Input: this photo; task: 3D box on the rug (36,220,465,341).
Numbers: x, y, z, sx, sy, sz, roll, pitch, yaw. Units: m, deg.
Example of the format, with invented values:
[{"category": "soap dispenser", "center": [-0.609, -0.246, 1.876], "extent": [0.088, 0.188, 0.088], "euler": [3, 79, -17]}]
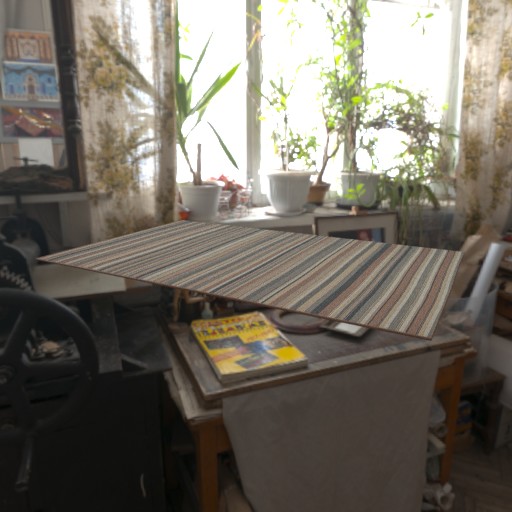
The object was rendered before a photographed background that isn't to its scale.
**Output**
[{"category": "rug", "center": [0.000, 0.000, 2.965], "extent": [2.438, 0.014, 1.523], "euler": [8, 17, 28]}]
